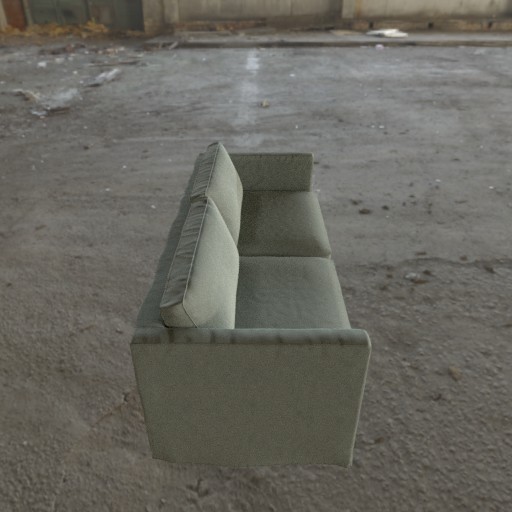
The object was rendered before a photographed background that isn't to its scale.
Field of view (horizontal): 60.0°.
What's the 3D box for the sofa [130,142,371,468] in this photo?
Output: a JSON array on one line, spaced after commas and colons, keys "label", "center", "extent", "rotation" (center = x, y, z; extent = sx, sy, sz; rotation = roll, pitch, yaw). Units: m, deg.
[{"label": "sofa", "center": [0.000, 0.000, 2.784], "extent": [0.962, 0.853, 2.312], "rotation": [0, 31, 0]}]
